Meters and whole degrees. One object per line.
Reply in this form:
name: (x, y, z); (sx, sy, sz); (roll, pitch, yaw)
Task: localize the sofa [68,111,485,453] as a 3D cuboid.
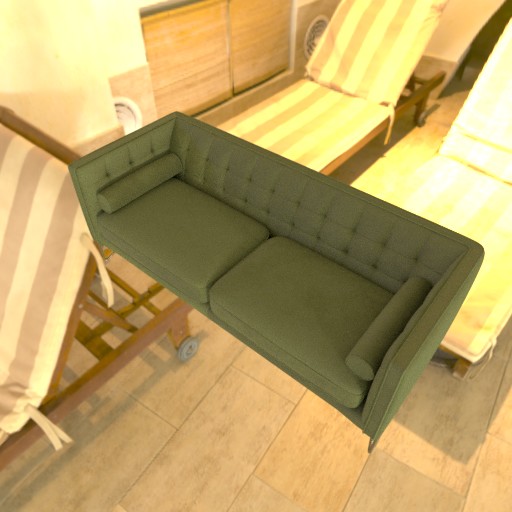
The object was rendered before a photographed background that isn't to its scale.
sofa: (0.000, 0.000, 2.504); (2.087, 0.789, 0.867); (30, 52, 27)
